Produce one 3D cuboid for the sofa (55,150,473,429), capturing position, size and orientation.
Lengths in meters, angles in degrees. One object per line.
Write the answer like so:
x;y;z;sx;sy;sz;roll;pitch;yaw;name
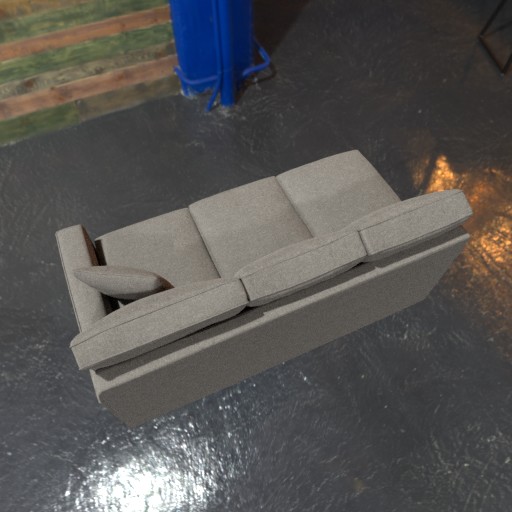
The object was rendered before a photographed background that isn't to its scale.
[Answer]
0.000;0.000;2.516;1.963;0.946;1.034;-21;60;-13;sofa
